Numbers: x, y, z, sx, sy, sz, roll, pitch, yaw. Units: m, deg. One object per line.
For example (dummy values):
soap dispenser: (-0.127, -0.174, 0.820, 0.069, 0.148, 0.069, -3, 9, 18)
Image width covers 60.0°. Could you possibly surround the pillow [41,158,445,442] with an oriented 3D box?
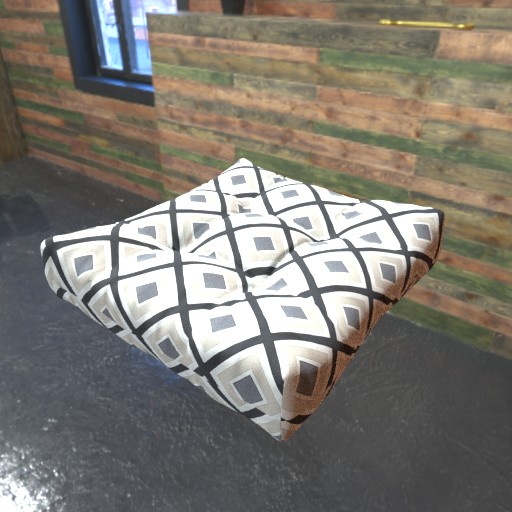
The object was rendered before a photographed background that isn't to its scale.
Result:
pillow: (0.000, 0.000, 0.723, 0.468, 0.128, 0.490, 22, 38, 31)
